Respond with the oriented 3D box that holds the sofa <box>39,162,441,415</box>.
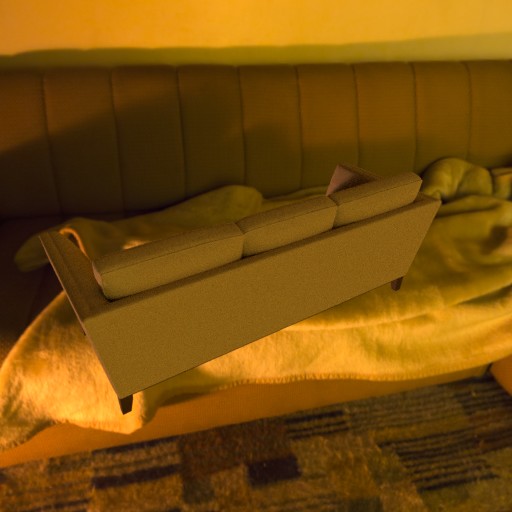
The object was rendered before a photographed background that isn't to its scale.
[{"bbox_3d":[0.000,0.000,2.928,2.388,0.940,0.965,-18,35,-28],"label":"sofa"}]
